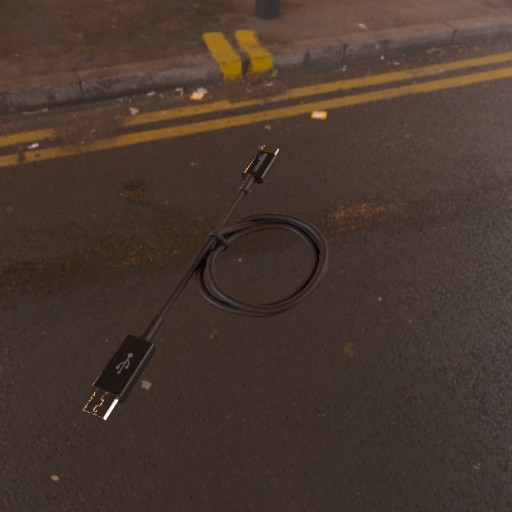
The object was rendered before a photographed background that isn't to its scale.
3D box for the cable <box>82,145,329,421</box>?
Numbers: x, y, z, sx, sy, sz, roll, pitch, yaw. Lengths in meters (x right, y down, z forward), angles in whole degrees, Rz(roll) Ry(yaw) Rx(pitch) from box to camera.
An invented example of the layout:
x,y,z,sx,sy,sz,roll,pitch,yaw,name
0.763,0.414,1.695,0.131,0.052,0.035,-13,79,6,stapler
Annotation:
x,y,z,sx,sy,sz,roll,pitch,yaw,name
0.000,0.000,0.218,0.070,0.014,0.192,16,49,15,cable
